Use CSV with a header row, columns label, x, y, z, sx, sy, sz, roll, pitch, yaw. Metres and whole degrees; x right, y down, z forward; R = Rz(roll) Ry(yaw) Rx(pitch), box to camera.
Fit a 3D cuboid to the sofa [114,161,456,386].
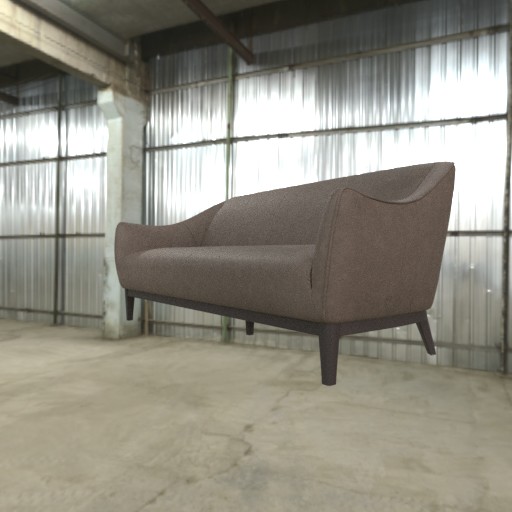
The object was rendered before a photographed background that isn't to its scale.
label,x,y,z,sx,sy,sz,roll,pitch,yaw
sofa,0.000,0.000,2.332,0.869,0.831,1.928,0,0,-37
